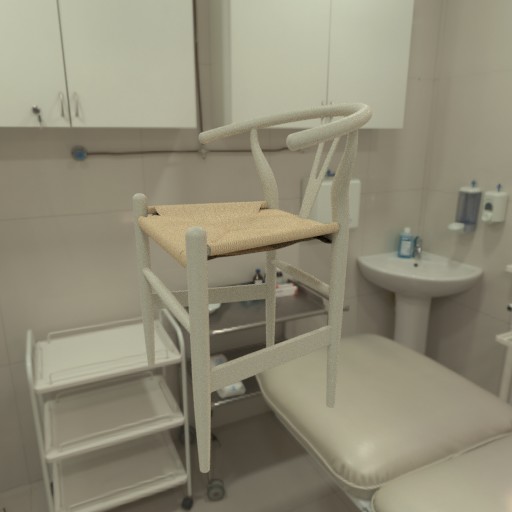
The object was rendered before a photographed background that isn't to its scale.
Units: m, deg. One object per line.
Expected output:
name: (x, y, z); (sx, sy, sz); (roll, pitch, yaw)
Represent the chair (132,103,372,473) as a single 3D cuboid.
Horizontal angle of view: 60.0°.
chair: (0.000, 0.000, 1.112); (0.500, 0.736, 0.533); (-8, 18, -25)
